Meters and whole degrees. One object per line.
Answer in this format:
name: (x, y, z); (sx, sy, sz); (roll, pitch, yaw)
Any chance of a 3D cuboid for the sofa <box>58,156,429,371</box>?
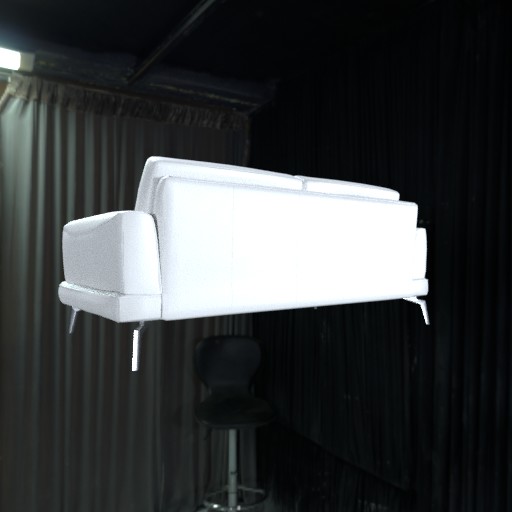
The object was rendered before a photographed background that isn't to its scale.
sofa: (0.000, 0.000, 2.807); (2.177, 0.930, 1.121); (0, 0, -36)
